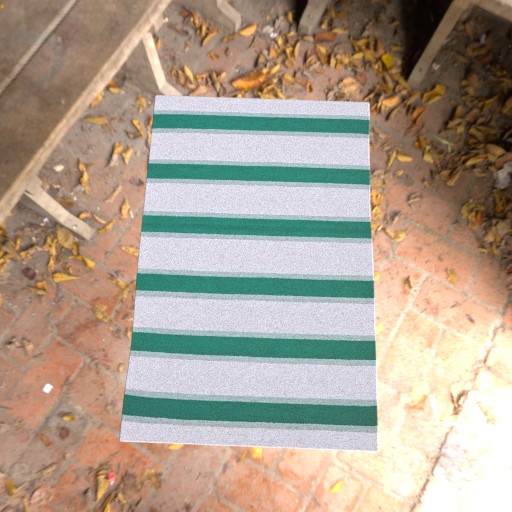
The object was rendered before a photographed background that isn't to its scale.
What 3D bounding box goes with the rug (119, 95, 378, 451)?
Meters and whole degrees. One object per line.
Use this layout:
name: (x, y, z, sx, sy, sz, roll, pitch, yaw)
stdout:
rug: (0.000, 0.000, 2.285, 1.210, 0.012, 1.829, 2, 76, 1)
